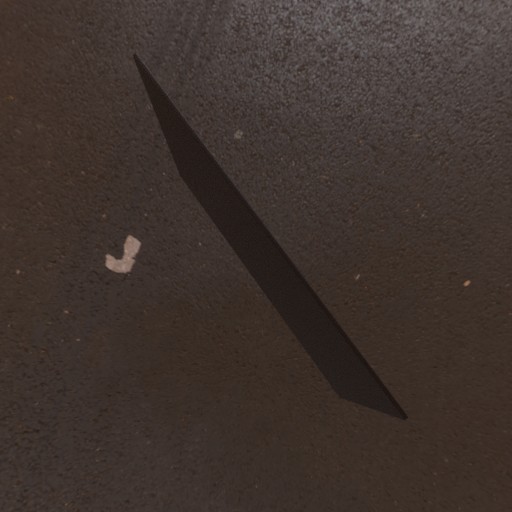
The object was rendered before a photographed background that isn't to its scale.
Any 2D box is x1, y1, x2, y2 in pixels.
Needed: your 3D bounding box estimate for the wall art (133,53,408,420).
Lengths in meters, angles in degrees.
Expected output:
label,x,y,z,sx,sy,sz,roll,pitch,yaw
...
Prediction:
label,x,y,z,sx,sy,sz,roll,pitch,yaw
wall art,0.000,0.000,1.524,0.013,0.811,1.192,-34,78,-8
